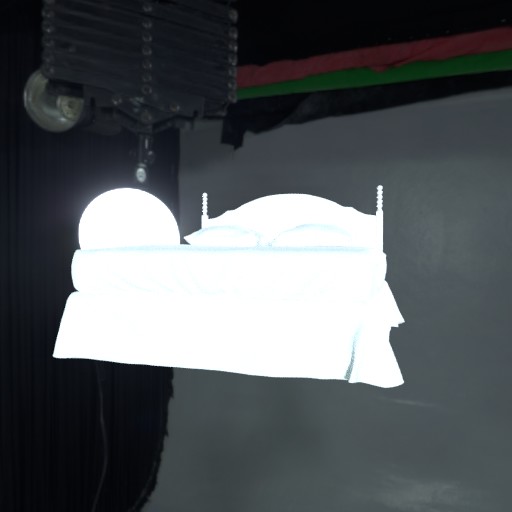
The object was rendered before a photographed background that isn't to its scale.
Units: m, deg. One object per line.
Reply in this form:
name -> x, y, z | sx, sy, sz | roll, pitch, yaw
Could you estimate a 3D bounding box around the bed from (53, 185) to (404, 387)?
bed -> 0.000, 0.000, 3.595 | 2.322, 1.355, 2.219 | 0, 1, 18
